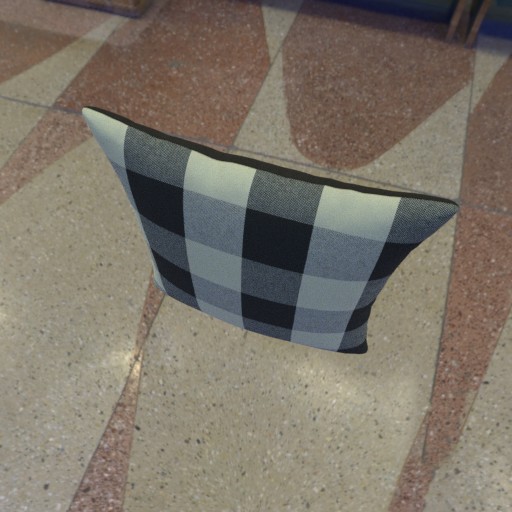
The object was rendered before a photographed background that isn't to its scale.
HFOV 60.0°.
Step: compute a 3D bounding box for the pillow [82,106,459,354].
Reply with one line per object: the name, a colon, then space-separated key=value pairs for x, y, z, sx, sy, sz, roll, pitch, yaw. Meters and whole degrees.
pillow: x=0.000 y=0.000 z=0.783 sx=0.511 sy=0.509 sz=0.161 roll=17 pitch=60 yaw=10
